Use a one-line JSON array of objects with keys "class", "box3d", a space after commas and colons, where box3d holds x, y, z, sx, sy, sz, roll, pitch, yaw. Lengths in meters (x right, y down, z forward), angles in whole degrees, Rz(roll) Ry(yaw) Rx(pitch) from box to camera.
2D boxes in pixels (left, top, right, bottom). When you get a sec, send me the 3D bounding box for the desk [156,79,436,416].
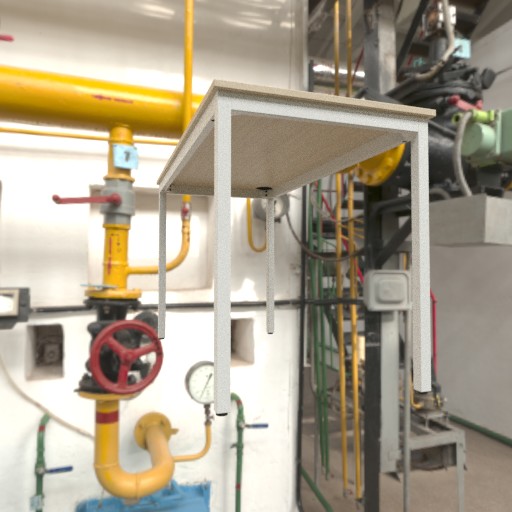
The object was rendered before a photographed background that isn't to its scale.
[{"class": "desk", "box3d": [0.000, 0.000, 1.633, 0.600, 0.750, 1.200, 1, -2, -19]}]
